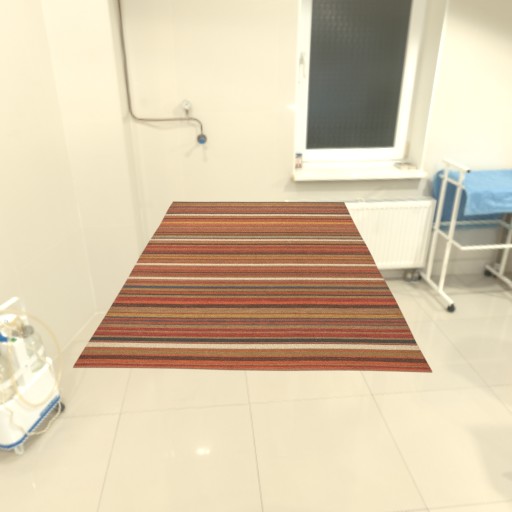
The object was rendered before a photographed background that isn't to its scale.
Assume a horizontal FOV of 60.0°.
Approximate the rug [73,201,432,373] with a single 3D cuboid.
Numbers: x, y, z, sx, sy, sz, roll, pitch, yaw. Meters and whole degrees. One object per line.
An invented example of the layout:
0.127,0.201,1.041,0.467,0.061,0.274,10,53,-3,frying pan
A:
0.000,0.000,2.321,1.217,0.007,1.828,0,25,1,rug
